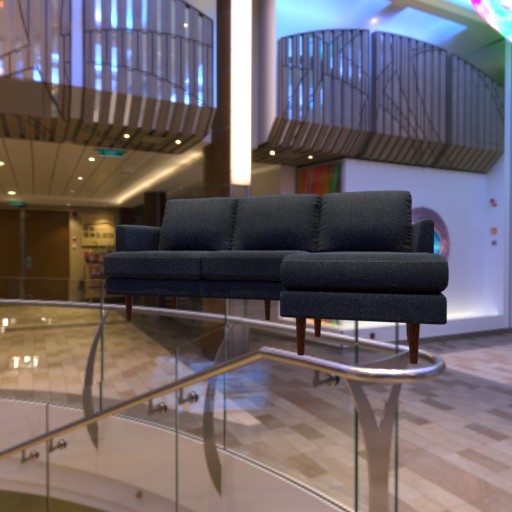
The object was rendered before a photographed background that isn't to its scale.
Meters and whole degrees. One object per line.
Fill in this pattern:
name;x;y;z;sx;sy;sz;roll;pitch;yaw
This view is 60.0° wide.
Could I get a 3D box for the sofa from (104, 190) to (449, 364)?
sofa;0.000;0.000;2.963;2.233;0.956;1.504;0;1;18
